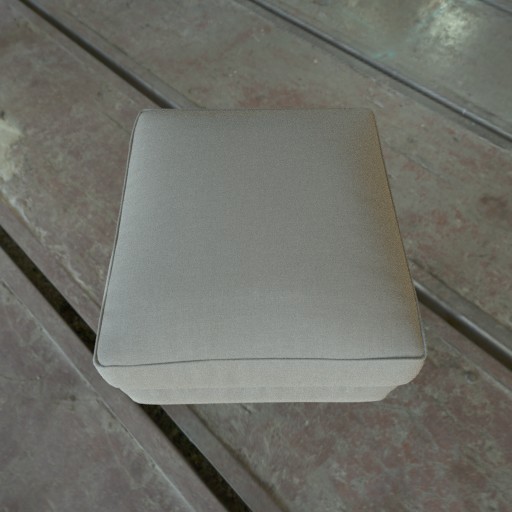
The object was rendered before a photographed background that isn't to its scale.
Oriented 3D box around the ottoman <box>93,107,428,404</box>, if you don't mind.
[{"bbox_3d":[0.000,0.000,1.145,0.662,0.505,0.716,-1,59,0],"label":"ottoman"}]
